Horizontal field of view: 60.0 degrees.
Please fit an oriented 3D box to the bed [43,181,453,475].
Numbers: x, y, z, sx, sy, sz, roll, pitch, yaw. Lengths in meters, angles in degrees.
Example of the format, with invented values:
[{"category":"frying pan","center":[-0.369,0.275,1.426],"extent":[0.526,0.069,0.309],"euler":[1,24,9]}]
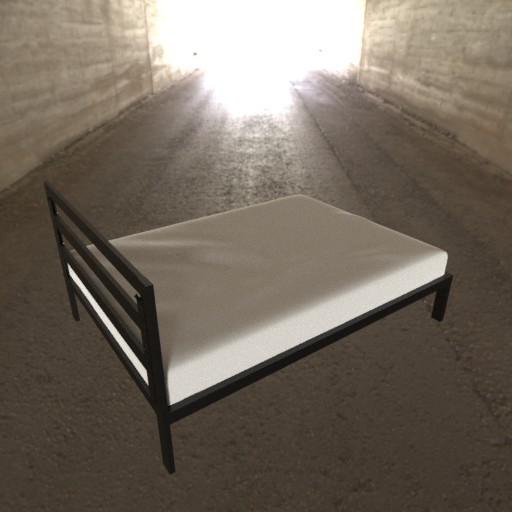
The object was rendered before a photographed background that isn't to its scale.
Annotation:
[{"category":"bed","center":[0.000,0.000,2.838],"extent":[2.062,0.967,1.524],"euler":[-18,31,-31]}]
